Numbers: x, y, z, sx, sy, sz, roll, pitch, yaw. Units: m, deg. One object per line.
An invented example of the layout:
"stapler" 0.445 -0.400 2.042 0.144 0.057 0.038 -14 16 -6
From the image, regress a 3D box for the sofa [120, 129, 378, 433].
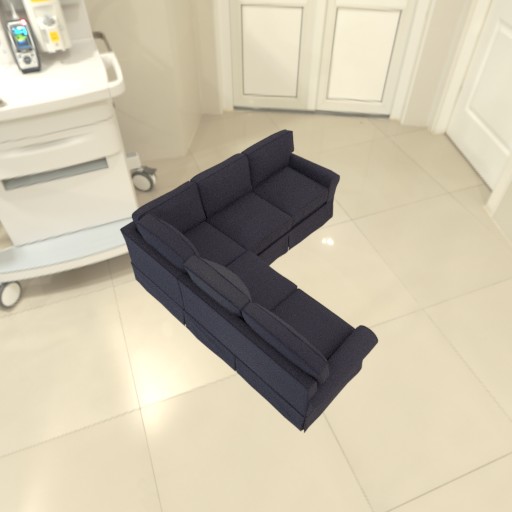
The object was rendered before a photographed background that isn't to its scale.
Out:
"sofa" 0.000 0.000 5.073 2.874 1.169 3.773 -11 48 -10
